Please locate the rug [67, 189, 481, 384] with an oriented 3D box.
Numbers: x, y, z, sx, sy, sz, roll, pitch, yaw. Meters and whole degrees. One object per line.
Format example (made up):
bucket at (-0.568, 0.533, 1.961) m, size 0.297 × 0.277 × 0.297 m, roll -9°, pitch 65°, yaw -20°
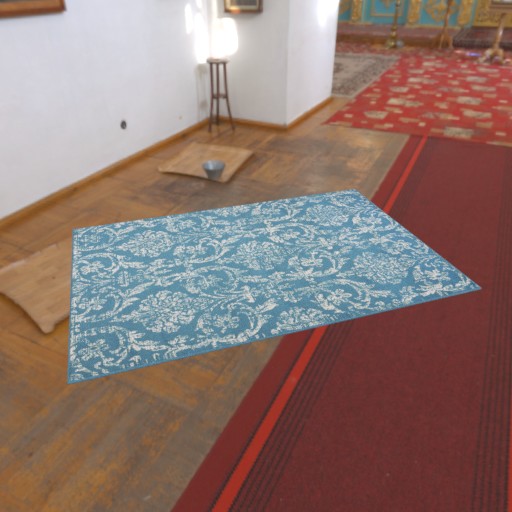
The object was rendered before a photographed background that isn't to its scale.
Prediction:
rug at (0.000, 0.000, 3.481) m, size 2.746 × 0.018 × 1.816 m, roll -10°, pitch 34°, yaw -15°
